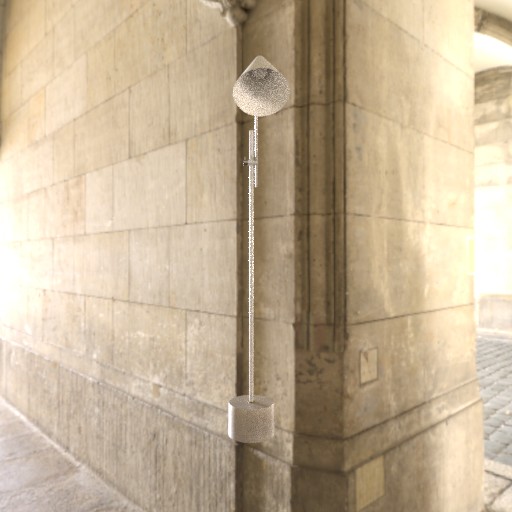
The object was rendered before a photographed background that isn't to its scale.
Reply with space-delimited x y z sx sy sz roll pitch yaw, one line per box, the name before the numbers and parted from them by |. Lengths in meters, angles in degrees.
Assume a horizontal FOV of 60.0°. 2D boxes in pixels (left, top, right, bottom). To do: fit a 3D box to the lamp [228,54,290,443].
lamp | 0.000 0.000 1.632 0.223 1.430 0.508 0 0 0
